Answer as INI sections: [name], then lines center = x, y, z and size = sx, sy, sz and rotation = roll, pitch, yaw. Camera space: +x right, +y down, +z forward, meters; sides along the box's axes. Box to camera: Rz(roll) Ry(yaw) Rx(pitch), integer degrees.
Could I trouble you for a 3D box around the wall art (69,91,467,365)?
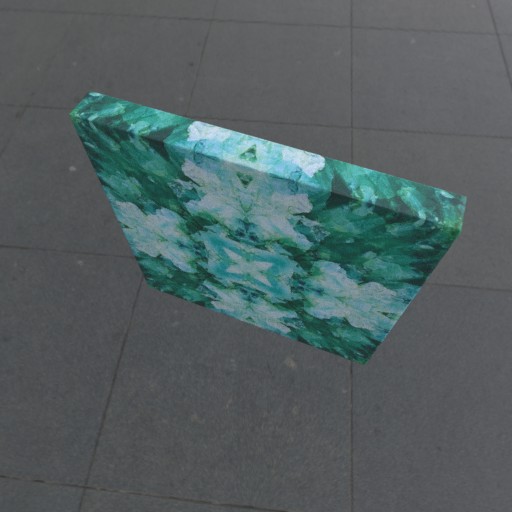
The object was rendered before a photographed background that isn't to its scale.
[wall art]
center = 0.000, 0.000, 0.471
size = 0.313, 0.313, 0.033
rotation = 18, 61, 11
